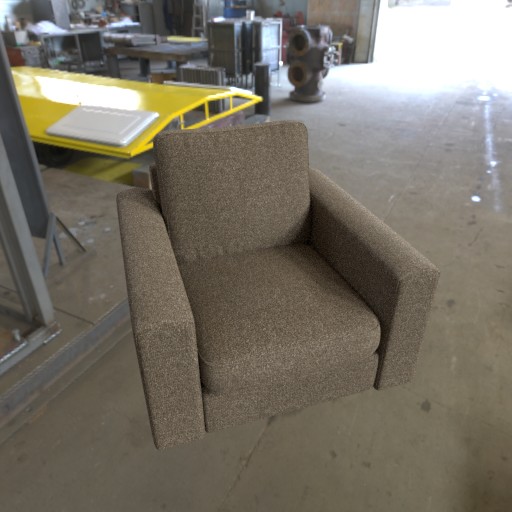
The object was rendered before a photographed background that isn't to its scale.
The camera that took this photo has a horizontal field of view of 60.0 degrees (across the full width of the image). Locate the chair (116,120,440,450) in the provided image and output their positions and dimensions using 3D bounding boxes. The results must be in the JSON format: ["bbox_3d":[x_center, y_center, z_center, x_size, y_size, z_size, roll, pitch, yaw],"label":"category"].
[{"bbox_3d":[0.000,0.000,1.773,1.005,0.873,1.016,-10,33,-15],"label":"chair"}]
